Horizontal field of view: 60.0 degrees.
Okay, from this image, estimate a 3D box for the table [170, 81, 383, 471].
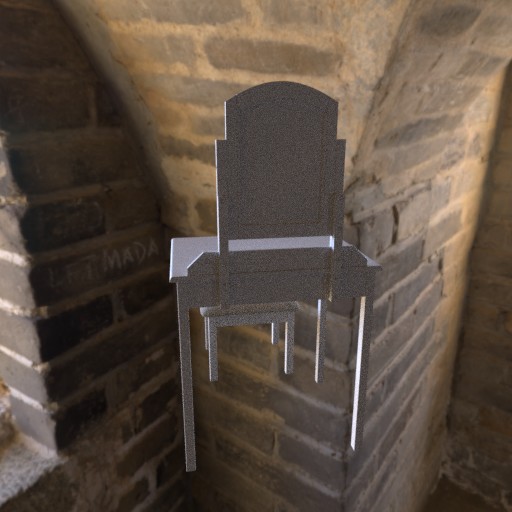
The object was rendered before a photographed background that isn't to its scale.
[{"bbox_3d":[0.000,0.000,2.357,0.876,1.631,1.211,-3,16,-9],"label":"table"}]
